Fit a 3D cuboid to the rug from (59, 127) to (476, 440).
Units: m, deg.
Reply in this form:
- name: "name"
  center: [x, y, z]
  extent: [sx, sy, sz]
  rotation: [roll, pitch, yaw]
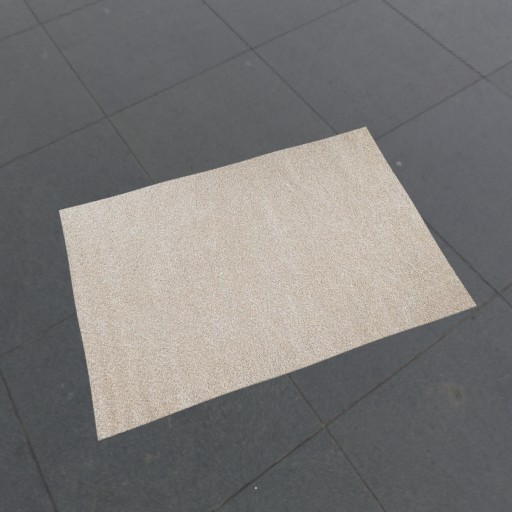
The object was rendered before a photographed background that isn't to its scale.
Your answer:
- name: "rug"
  center: [0.000, 0.000, 3.351]
  extent: [2.699, 0.025, 1.800]
  rotation: [-17, 64, -9]
